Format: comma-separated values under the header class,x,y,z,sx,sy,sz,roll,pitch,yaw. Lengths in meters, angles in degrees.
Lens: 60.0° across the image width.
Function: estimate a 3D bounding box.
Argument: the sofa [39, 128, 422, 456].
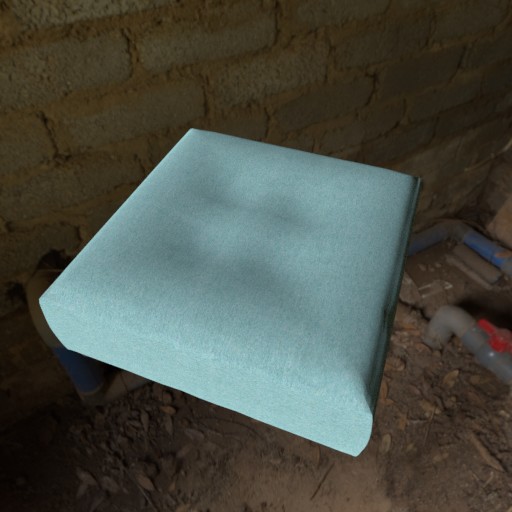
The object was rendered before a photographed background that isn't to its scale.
class,x,y,z,sx,sy,sz,roll,pitch,yaw
sofa,0.000,0.000,1.462,0.930,0.330,0.930,16,49,14
